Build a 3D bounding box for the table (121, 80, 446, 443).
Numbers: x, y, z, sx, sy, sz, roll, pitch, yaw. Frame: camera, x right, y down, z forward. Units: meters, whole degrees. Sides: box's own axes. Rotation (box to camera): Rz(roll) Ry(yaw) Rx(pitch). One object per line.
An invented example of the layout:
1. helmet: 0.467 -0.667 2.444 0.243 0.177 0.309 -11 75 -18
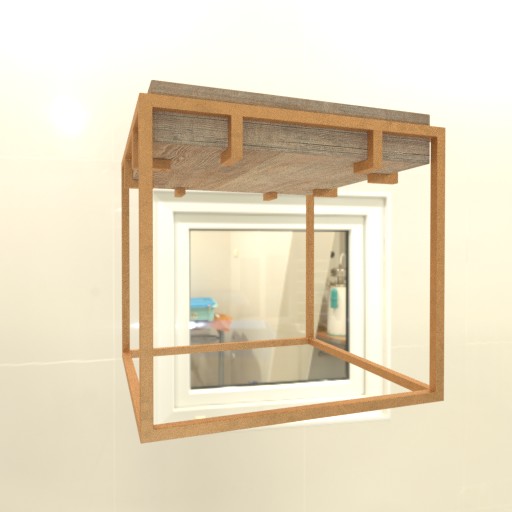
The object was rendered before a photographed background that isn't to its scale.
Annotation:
1. table: 0.000 0.000 1.080 0.599 0.584 0.599 0 1 -19
